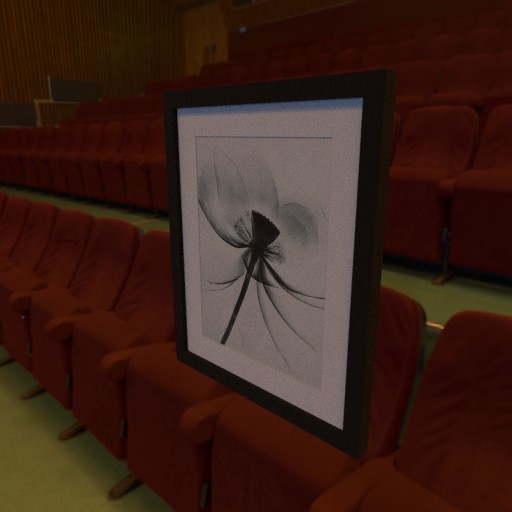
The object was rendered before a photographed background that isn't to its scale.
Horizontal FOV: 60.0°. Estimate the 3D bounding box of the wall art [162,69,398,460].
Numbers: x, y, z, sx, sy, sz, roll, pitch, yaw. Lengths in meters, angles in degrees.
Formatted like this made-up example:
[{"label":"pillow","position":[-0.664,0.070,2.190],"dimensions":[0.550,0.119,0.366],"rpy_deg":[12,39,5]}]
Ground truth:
[{"label":"wall art","position":[0.000,0.000,0.767],"dimensions":[0.457,0.559,0.029],"rpy_deg":[14,21,41]}]
